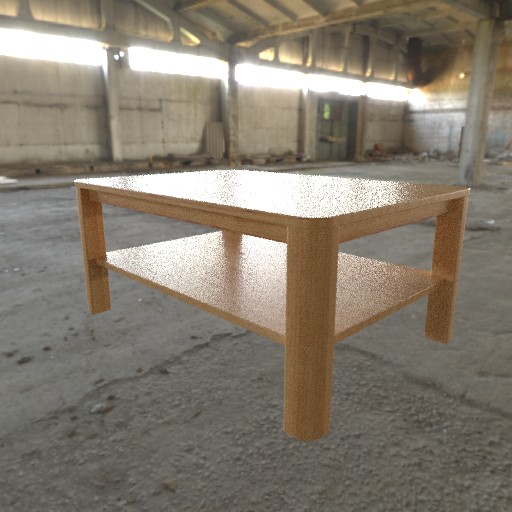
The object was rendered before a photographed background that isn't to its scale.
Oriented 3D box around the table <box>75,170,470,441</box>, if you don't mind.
[{"bbox_3d":[0.000,0.000,1.374,0.696,0.445,0.997,-14,21,-43],"label":"table"}]
